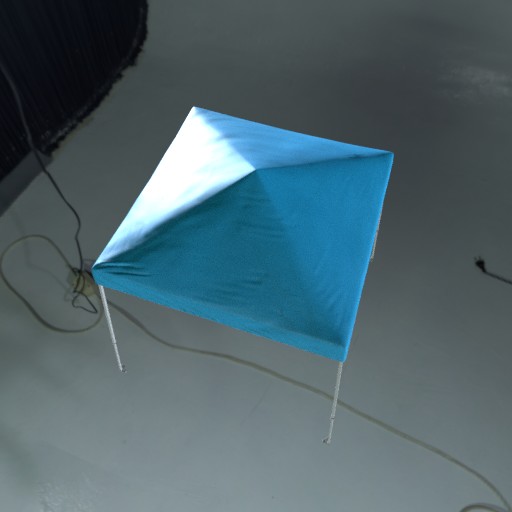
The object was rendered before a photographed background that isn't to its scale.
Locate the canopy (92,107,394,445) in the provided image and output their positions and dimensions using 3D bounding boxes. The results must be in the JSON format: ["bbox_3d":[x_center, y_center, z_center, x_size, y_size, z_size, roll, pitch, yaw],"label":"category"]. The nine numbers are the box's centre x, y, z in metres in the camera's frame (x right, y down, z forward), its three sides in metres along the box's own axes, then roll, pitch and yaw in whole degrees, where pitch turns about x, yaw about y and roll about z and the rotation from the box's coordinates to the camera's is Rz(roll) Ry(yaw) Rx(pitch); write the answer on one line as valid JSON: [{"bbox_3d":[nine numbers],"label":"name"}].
[{"bbox_3d":[0.000,0.000,5.145,2.849,2.849,2.848,16,59,10],"label":"canopy"}]
